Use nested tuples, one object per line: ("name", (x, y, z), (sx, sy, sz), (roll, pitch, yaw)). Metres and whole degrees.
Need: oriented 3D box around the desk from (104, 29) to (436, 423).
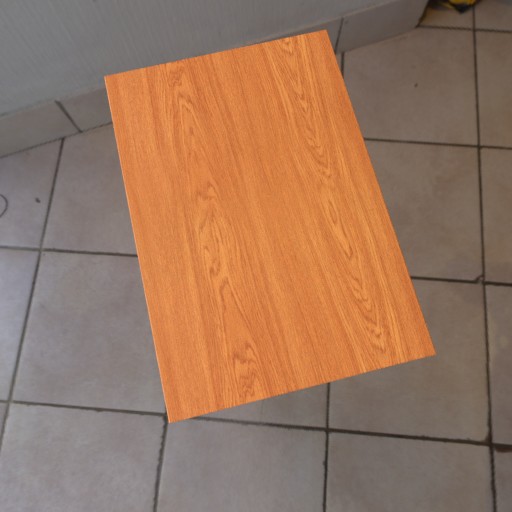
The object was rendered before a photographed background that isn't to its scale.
("desk", (0.000, 0.000, 1.071), (0.404, 0.730, 0.600), (-13, 76, -3))
